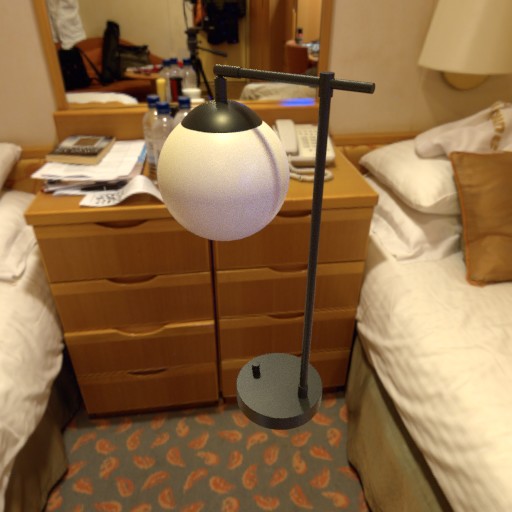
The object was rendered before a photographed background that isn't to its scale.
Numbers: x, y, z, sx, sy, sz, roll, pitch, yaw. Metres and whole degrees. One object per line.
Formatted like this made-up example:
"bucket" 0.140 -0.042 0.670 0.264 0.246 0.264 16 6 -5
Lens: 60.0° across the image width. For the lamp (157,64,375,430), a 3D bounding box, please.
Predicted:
"lamp" 0.000 0.000 0.700 0.316 0.559 0.197 20 36 30
